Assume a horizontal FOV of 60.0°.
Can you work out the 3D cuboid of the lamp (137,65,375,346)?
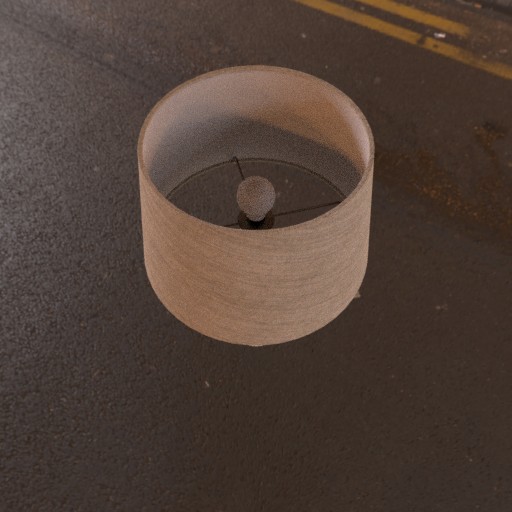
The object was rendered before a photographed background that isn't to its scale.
[{"bbox_3d":[0.000,0.000,0.824,0.390,0.580,0.390,0,58,0],"label":"lamp"}]
